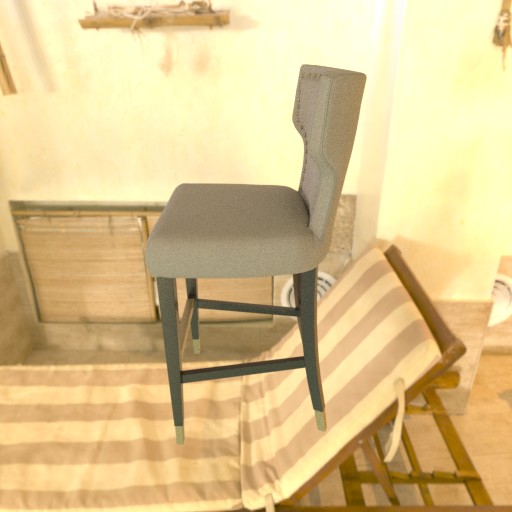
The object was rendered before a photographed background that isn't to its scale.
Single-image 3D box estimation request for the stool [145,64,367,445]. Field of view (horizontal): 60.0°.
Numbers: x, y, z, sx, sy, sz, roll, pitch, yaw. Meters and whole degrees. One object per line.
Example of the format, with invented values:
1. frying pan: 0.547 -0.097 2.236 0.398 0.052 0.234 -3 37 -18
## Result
1. stool: 0.000 0.000 1.390 0.563 1.092 0.526 0 25 0
